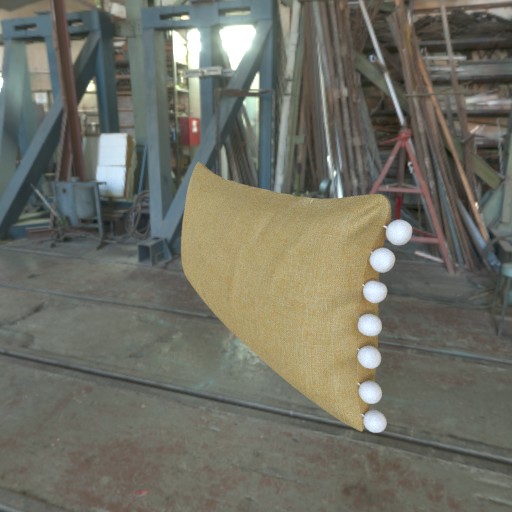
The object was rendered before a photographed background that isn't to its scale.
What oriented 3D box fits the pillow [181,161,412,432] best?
[{"bbox_3d":[0.000,0.000,0.823,0.201,0.322,0.709,-8,19,-25],"label":"pillow"}]
